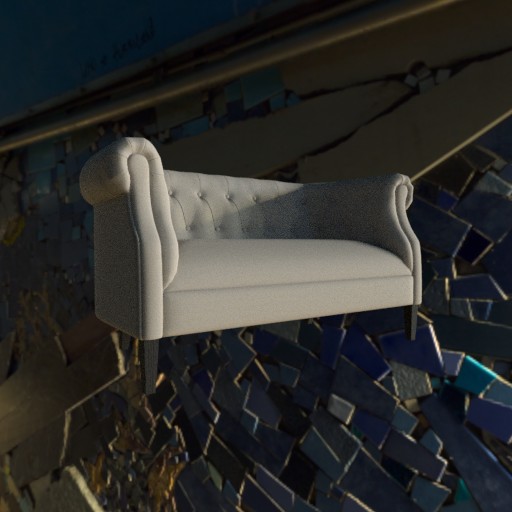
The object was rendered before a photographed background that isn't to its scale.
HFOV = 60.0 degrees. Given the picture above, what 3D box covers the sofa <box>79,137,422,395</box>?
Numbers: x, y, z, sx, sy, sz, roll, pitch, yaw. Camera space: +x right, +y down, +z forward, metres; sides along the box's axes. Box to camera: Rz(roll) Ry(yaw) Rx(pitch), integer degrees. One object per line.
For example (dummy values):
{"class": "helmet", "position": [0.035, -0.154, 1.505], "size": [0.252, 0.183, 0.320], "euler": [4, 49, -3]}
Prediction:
{"class": "sofa", "position": [0.000, 0.000, 2.079], "size": [1.558, 0.827, 0.835], "euler": [-1, 2, -35]}
